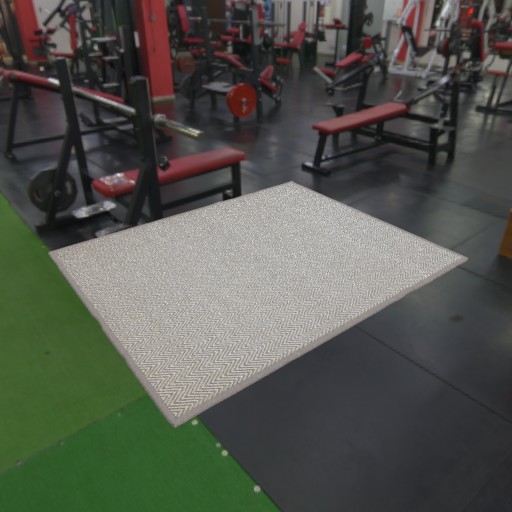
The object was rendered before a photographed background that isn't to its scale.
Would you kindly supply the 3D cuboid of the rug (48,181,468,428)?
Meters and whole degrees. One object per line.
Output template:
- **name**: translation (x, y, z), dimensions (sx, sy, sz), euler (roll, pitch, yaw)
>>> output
- **rug**: translation (0.000, 0.000, 4.061), dimensions (3.007, 0.032, 2.434), euler (-21, 36, -32)
